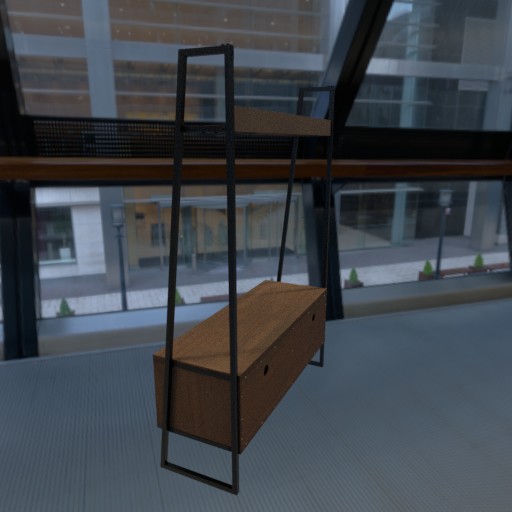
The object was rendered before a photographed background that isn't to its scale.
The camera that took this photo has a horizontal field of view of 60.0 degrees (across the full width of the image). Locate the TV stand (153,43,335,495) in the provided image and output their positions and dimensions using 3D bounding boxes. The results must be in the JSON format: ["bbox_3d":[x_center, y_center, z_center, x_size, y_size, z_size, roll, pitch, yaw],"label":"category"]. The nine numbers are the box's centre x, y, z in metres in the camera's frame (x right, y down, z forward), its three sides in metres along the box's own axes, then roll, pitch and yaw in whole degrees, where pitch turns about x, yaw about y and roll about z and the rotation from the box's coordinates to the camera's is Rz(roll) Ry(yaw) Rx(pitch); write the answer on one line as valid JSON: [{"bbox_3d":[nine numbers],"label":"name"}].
[{"bbox_3d":[0.000,0.000,2.300,0.432,1.772,1.250,7,16,25],"label":"TV stand"}]
